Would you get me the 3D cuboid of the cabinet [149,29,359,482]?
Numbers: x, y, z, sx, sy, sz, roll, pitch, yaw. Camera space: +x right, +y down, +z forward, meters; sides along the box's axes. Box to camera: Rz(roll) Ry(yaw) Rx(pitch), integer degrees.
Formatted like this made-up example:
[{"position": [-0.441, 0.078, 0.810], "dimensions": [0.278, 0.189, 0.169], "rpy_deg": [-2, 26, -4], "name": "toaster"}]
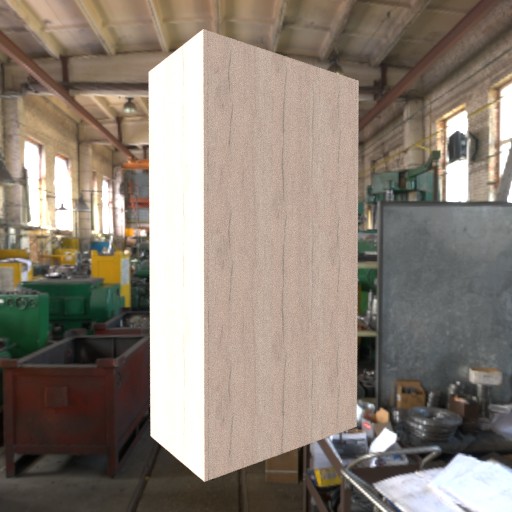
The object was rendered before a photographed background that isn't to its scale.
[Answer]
[{"position": [0.000, 0.000, 2.407], "dimensions": [0.980, 1.930, 0.580], "rpy_deg": [-1, 2, -37], "name": "cabinet"}]
